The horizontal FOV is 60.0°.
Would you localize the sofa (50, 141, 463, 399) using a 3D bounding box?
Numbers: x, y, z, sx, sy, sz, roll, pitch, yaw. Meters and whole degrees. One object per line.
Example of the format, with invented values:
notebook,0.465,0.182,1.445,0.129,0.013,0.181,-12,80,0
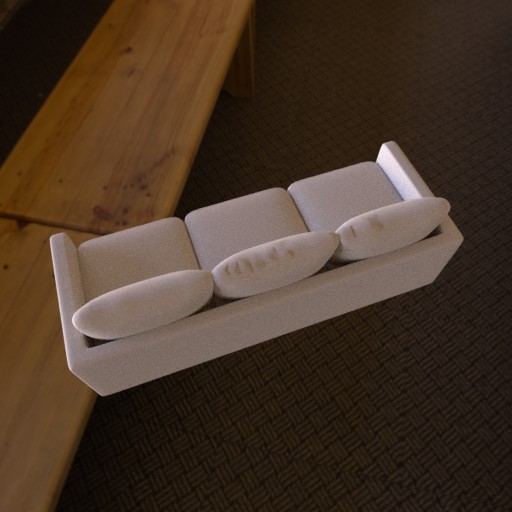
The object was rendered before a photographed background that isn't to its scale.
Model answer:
sofa,0.000,0.000,2.704,2.218,0.874,0.859,-17,61,-10
